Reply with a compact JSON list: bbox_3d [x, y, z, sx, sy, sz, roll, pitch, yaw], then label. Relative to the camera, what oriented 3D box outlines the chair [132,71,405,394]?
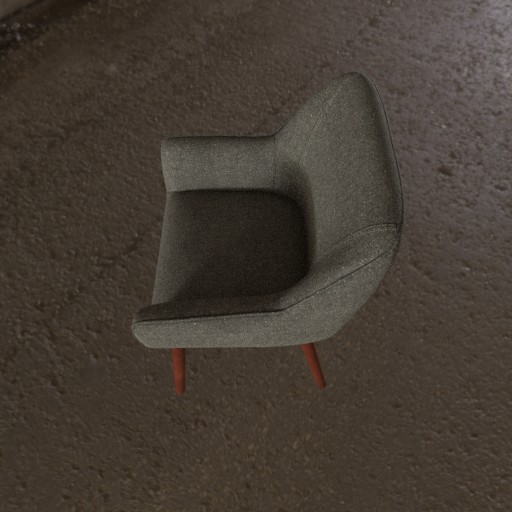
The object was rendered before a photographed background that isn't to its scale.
[{"bbox_3d":[0.000,0.000,1.150,0.519,0.803,0.543,0,58,0],"label":"chair"}]
